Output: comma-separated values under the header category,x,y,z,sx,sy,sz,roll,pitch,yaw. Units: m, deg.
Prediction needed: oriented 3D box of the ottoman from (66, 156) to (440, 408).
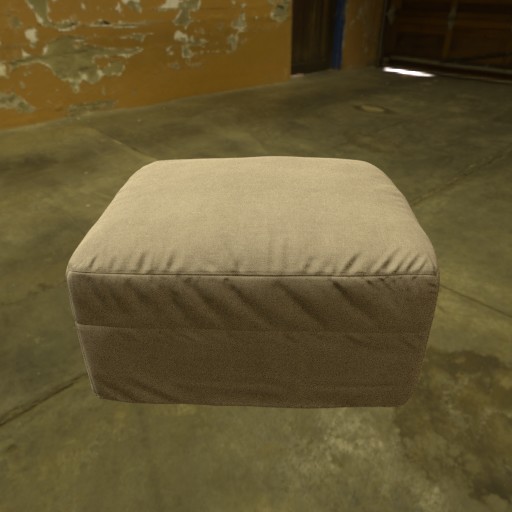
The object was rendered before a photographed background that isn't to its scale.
category,x,y,z,sx,sy,sz,roll,pitch,yaw
ottoman,0.000,0.000,1.261,0.837,0.481,0.683,1,30,2
